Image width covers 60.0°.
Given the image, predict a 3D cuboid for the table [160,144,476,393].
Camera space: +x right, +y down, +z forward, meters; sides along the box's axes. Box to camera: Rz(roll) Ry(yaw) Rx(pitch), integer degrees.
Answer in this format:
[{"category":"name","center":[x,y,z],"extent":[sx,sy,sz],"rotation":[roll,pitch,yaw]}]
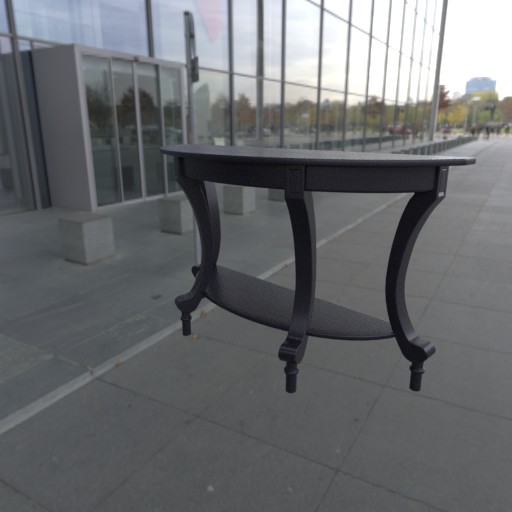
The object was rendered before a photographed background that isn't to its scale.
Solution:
[{"category":"table","center":[0.000,0.000,1.502],"extent":[0.394,0.692,1.198],"rotation":[-16,22,-42]}]
